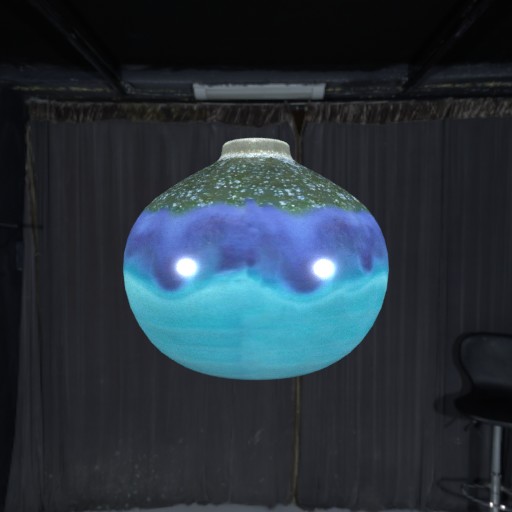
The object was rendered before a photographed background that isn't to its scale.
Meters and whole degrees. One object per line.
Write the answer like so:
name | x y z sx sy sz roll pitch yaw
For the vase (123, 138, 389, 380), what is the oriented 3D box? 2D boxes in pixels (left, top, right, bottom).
vase | 0.000 0.000 0.268 0.154 0.133 0.154 0 1 0
